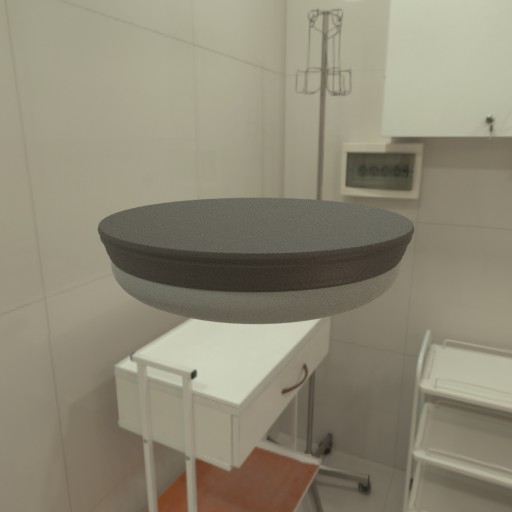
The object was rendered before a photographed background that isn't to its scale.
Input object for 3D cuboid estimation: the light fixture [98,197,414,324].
[{"bbox_3d":[0.000,0.000,0.557,0.368,0.100,0.368,0,15,0],"label":"light fixture"}]
